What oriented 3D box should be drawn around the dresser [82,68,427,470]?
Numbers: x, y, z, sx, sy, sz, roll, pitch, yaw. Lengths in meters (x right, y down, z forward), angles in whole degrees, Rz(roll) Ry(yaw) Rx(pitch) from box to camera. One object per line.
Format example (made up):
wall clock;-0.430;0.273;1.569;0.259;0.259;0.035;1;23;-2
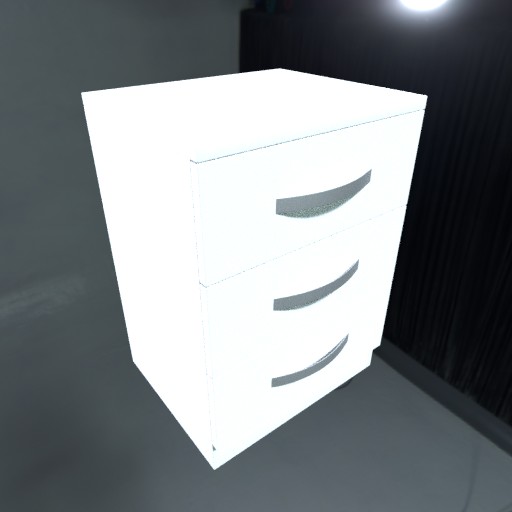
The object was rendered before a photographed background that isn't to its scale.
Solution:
dresser;0.000;0.000;0.807;0.400;0.560;0.360;-22;37;-32
